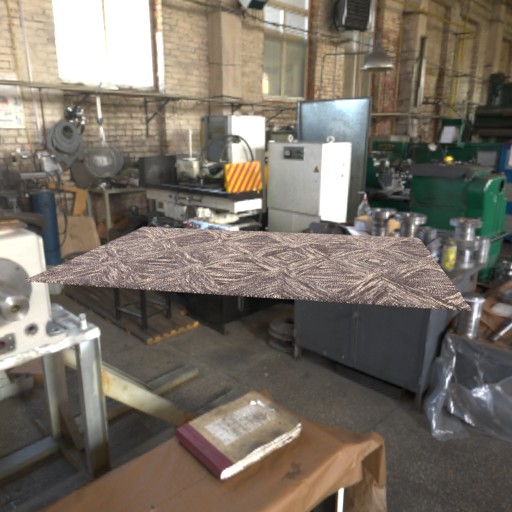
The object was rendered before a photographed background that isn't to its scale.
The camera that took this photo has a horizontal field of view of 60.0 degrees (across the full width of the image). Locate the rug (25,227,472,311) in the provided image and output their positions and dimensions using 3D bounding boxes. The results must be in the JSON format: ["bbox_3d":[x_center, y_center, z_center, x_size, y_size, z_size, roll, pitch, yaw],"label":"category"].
[{"bbox_3d":[0.000,0.000,2.319,1.814,0.012,1.186,3,15,10],"label":"rug"}]
